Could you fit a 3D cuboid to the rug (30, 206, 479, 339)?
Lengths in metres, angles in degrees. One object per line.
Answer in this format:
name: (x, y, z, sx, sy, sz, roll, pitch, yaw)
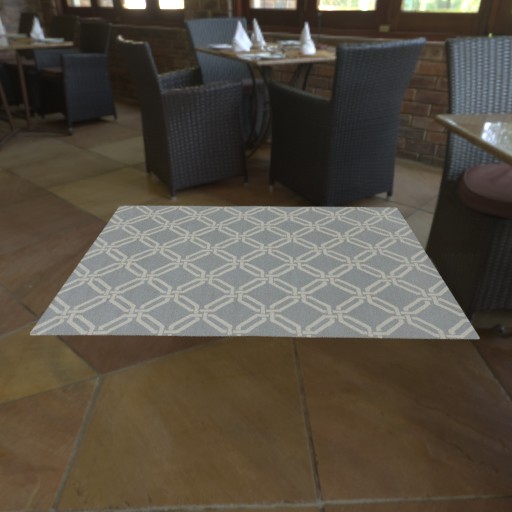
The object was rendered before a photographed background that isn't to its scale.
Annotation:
rug: (0.000, 0.000, 2.746, 2.133, 0.013, 1.522, 0, 30, 1)
